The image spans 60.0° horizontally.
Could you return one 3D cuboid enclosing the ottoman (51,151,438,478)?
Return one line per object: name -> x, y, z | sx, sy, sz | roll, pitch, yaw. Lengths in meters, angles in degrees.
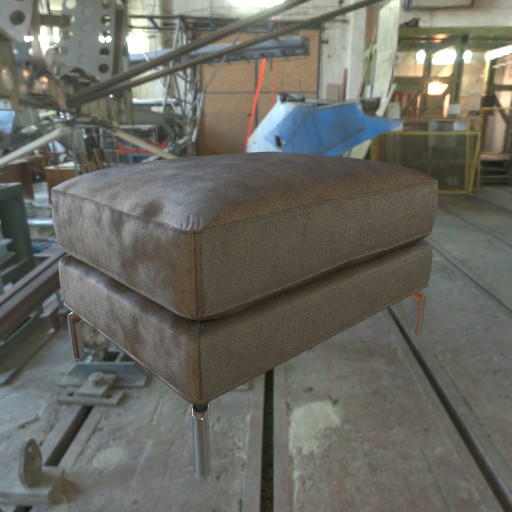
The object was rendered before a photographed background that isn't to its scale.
ottoman -> 0.000, 0.000, 1.019 | 0.719, 0.456, 0.520 | -16, 23, -41
